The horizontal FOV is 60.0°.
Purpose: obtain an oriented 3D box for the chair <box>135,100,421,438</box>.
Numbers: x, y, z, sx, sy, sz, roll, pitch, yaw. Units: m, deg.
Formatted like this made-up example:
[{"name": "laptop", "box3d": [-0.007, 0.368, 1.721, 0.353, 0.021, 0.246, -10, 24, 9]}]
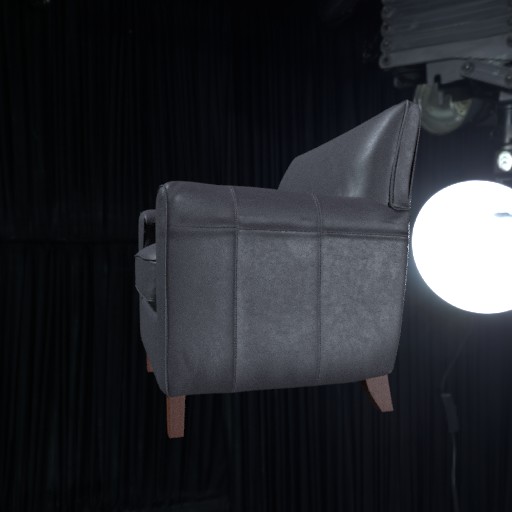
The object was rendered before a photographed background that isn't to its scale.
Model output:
[{"name": "chair", "box3d": [0.000, 0.000, 1.596, 0.825, 0.943, 0.870, 0, 0, -18]}]
